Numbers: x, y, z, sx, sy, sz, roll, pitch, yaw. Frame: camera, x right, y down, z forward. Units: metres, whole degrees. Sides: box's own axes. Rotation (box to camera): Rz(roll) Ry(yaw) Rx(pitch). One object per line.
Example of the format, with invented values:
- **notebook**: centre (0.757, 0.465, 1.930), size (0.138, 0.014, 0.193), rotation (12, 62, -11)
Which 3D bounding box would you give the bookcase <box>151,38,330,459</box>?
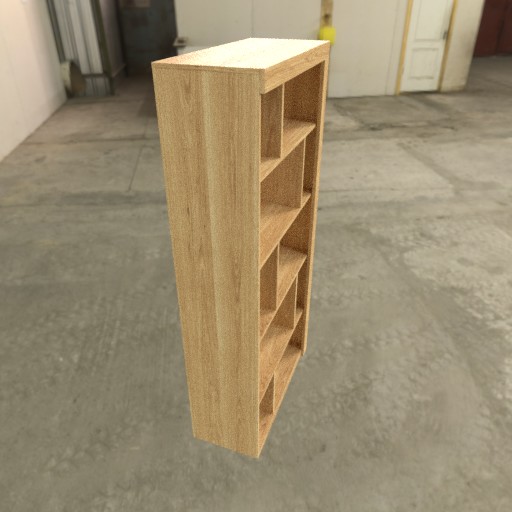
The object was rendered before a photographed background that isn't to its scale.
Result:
- **bookcase**: centre (0.000, 0.000, 2.380), size (0.420, 2.020, 0.950), rotation (11, 33, 18)
